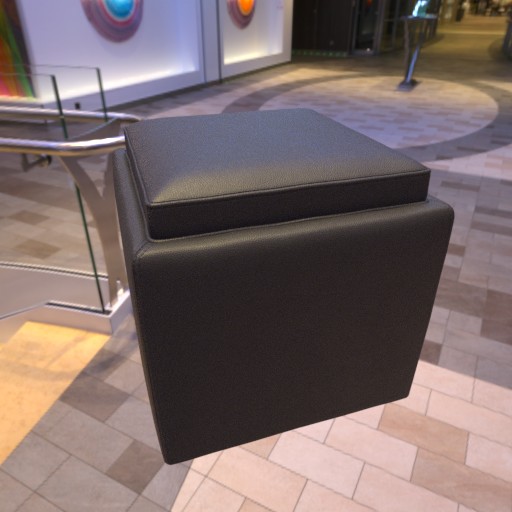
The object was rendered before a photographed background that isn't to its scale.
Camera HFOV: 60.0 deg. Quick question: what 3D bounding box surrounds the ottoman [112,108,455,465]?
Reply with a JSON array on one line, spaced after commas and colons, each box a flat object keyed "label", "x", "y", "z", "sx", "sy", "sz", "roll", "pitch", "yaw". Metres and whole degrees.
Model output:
[{"label": "ottoman", "x": 0.000, "y": 0.000, "z": 0.803, "sx": 0.451, "sy": 0.460, "sz": 0.450, "roll": -9, "pitch": 31, "yaw": -16}]
